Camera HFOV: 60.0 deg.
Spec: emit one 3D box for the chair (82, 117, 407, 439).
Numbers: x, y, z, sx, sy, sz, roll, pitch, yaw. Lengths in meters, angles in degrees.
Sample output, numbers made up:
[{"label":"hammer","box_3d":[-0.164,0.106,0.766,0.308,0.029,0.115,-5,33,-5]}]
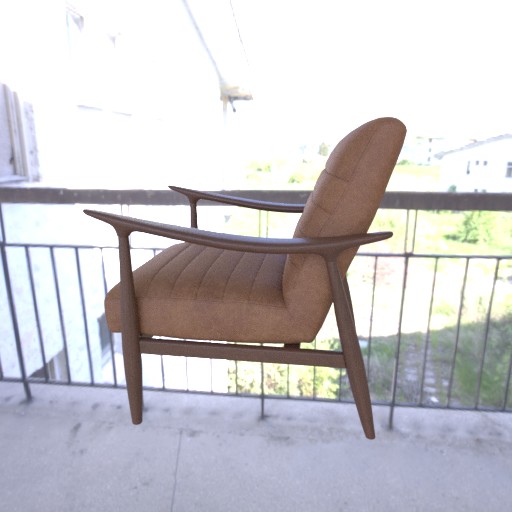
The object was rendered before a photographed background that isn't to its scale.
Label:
[{"label":"chair","box_3d":[0.000,0.000,1.435,0.798,0.832,0.741,2,14,8]}]
